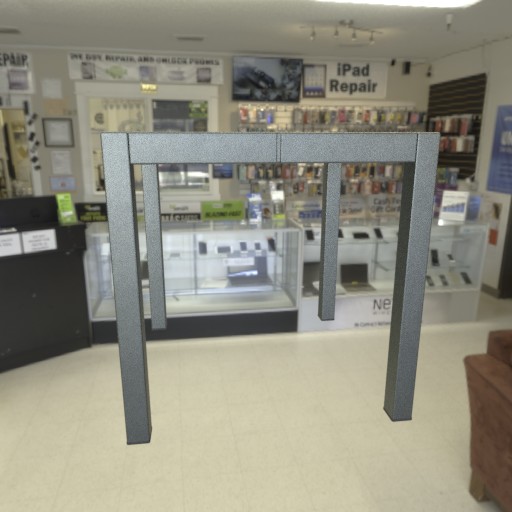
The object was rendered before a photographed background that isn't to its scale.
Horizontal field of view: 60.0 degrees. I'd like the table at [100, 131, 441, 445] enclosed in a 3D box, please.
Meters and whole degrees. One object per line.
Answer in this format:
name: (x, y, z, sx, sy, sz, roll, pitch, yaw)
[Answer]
table: (0.000, 0.000, 0.955, 0.508, 0.508, 0.508, -2, 15, -7)
